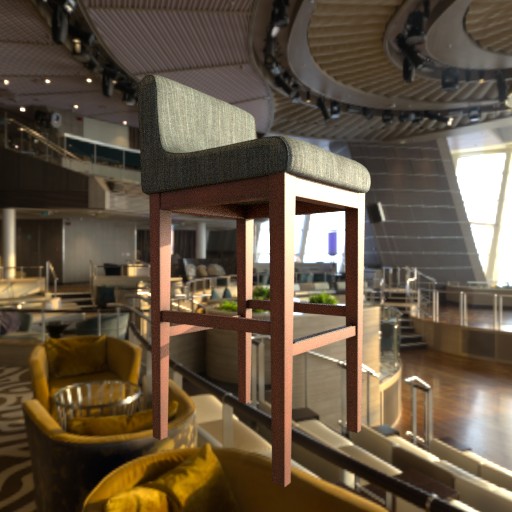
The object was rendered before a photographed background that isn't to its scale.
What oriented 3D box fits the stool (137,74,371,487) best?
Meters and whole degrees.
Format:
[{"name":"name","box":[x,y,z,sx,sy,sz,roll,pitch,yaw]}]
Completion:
[{"name":"stool","box":[0.000,0.000,1.207,0.499,0.965,0.426,0,0,37]}]
